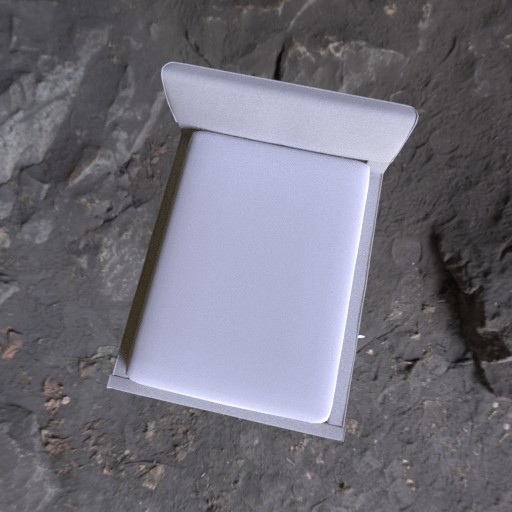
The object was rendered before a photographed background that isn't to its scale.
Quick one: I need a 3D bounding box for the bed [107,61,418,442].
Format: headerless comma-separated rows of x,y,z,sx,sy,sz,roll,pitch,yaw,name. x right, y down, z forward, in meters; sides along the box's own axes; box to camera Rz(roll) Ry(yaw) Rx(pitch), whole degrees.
0.000,0.000,3.333,1.840,1.067,2.368,12,76,3,bed
